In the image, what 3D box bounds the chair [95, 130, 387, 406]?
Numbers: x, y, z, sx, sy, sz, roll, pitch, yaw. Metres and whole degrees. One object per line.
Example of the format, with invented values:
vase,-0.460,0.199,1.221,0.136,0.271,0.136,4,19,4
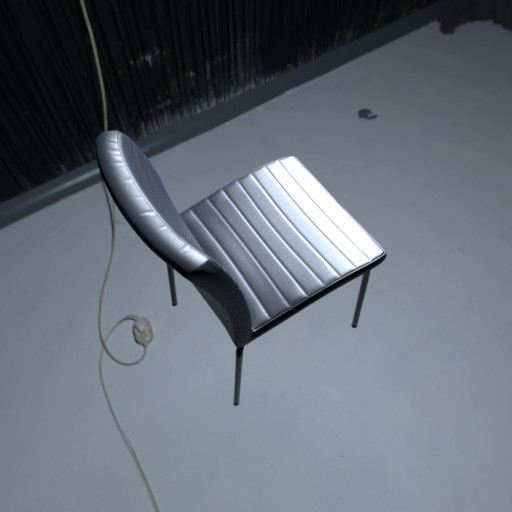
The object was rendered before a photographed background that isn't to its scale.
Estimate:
chair,0.000,0.000,1.210,0.572,0.872,0.450,-30,63,-17
